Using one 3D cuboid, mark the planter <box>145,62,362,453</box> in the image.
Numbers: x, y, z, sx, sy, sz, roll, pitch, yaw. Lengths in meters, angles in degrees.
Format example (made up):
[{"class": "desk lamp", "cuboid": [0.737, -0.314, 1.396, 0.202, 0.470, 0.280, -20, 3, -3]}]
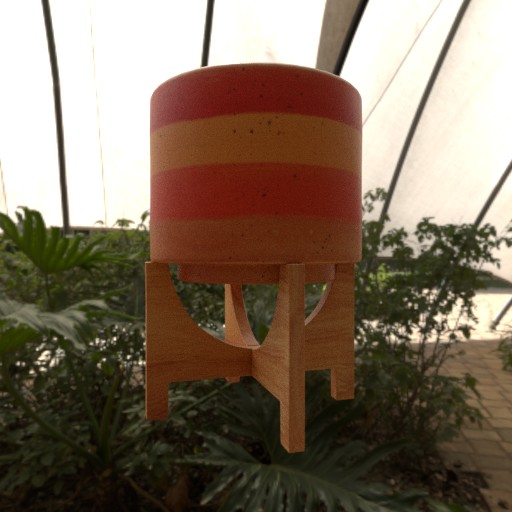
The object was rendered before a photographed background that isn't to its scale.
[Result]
[{"class": "planter", "cuboid": [0.000, 0.000, 0.555, 0.269, 0.379, 0.269, 0, 0, 0]}]
